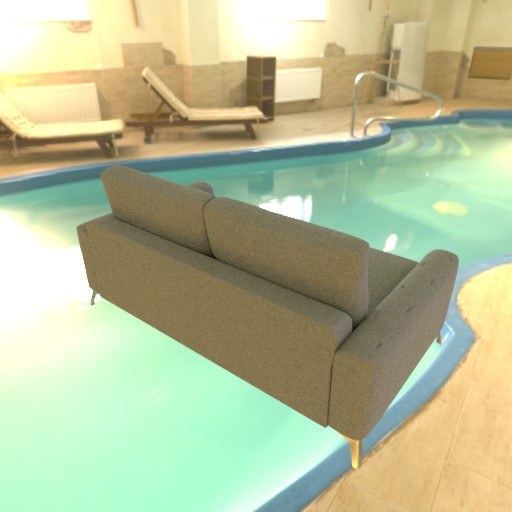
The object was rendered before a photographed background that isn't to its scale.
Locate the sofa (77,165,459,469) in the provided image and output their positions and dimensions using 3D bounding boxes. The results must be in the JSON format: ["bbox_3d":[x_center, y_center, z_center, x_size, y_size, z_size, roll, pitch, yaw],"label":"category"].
[{"bbox_3d":[0.000,0.000,2.135,1.650,0.790,0.920,21,35,33],"label":"sofa"}]
